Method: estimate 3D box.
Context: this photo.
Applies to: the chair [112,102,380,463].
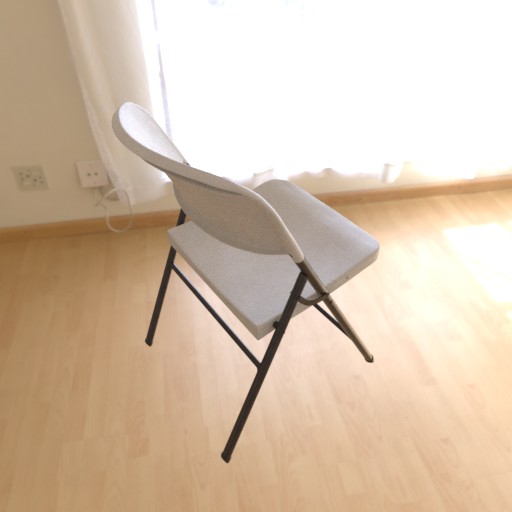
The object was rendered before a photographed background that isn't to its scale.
[{"bbox_3d":[0.000,0.000,1.153,0.566,0.810,0.494,-25,46,-26],"label":"chair"}]
